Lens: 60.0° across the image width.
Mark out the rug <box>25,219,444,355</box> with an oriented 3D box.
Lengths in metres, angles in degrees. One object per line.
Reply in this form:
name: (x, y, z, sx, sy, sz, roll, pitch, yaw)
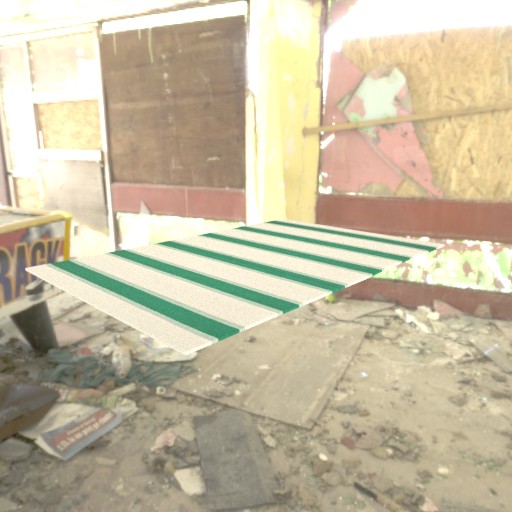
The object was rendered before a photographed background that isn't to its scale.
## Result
rug: (0.000, 0.000, 2.282, 1.210, 0.012, 1.829, 14, 20, 42)
